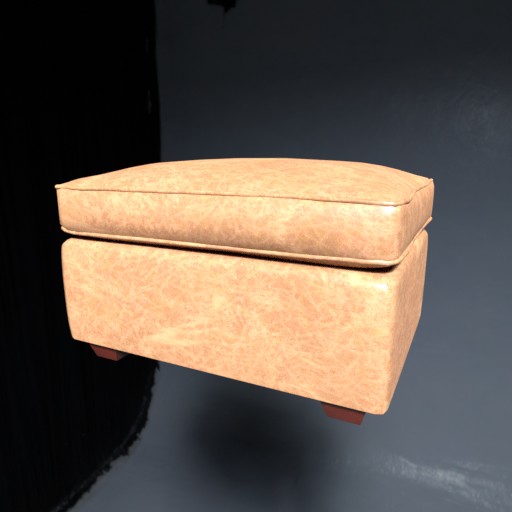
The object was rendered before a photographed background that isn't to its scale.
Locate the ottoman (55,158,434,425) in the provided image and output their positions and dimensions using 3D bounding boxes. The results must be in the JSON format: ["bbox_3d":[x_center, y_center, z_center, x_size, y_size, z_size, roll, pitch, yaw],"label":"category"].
[{"bbox_3d":[0.000,0.000,1.085,0.756,0.468,0.554,6,15,25],"label":"ottoman"}]
